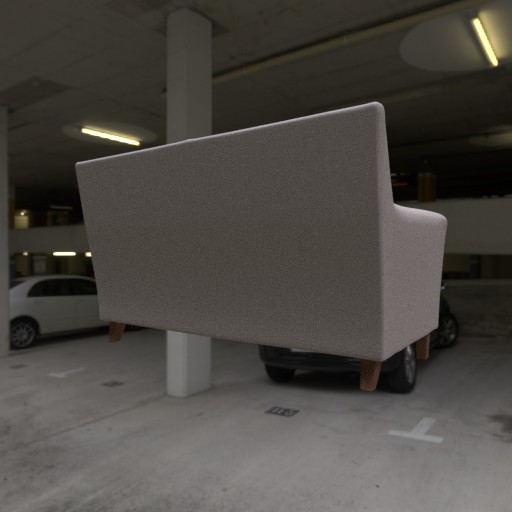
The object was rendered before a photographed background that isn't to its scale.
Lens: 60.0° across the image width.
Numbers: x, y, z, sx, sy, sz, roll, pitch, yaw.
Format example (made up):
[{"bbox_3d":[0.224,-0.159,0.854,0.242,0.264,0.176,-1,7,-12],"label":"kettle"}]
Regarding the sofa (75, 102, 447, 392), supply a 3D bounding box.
[{"bbox_3d":[0.000,0.000,2.025,1.482,0.890,0.888,0,1,36],"label":"sofa"}]
